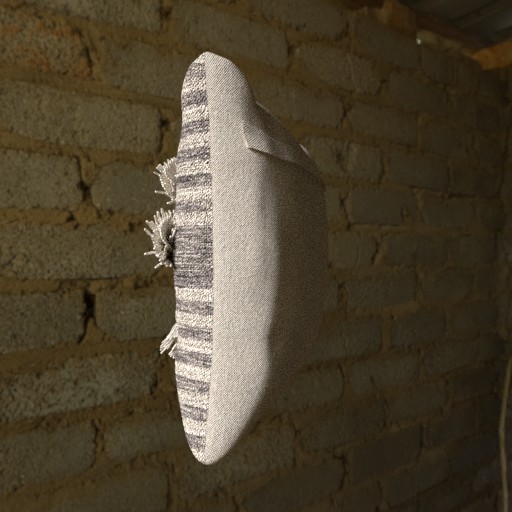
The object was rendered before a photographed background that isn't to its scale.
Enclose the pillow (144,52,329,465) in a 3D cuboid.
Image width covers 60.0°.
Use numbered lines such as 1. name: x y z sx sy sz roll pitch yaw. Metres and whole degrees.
1. pillow: 0.000 0.000 0.750 0.234 0.490 0.484 0 0 17
